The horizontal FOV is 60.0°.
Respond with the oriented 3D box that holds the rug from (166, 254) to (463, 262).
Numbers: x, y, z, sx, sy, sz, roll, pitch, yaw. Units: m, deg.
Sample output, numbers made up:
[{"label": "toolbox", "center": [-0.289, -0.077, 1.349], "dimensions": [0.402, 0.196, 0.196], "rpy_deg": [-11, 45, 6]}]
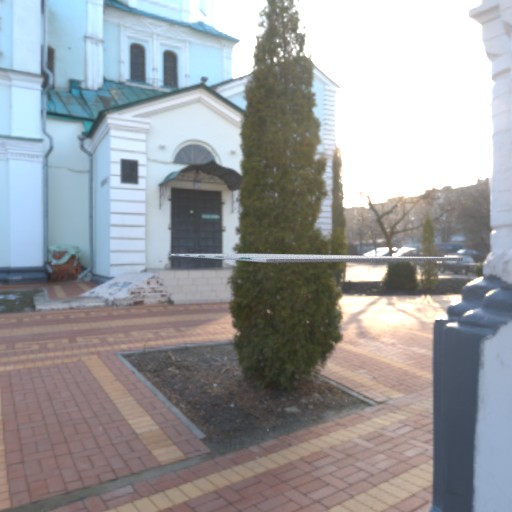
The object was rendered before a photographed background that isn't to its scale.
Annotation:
[{"label": "rug", "center": [0.000, 0.000, 2.639], "dimensions": [0.768, 0.012, 2.438], "rpy_deg": [0, 1, -19]}]
